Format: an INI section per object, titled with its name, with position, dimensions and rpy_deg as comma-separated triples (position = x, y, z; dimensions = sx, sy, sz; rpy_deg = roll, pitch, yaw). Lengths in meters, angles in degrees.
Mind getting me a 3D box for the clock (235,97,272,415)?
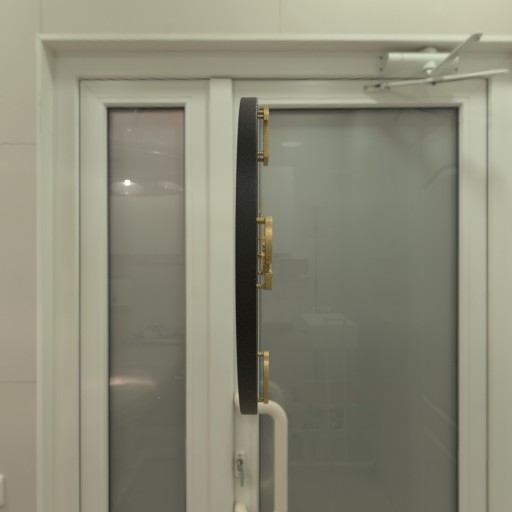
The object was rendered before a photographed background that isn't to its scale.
[clock]
position = 0.000, 0.000, 0.673
dimensions = 0.038, 0.454, 0.454
rpy_deg = 0, 0, 1
